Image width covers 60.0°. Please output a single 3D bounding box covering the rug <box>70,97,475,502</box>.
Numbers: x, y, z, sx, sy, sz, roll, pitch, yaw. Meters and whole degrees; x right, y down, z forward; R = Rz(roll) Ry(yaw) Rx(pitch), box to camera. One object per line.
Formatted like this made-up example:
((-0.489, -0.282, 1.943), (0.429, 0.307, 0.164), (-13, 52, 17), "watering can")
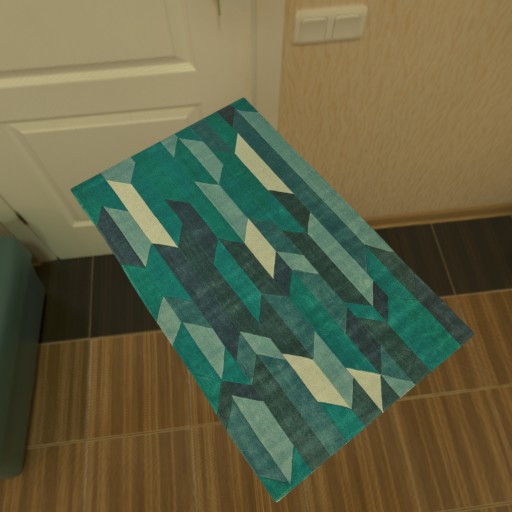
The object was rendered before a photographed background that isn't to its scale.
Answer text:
((0.000, 0.000, 2.919), (1.528, 0.005, 2.420), (-33, 68, -15), "rug")
